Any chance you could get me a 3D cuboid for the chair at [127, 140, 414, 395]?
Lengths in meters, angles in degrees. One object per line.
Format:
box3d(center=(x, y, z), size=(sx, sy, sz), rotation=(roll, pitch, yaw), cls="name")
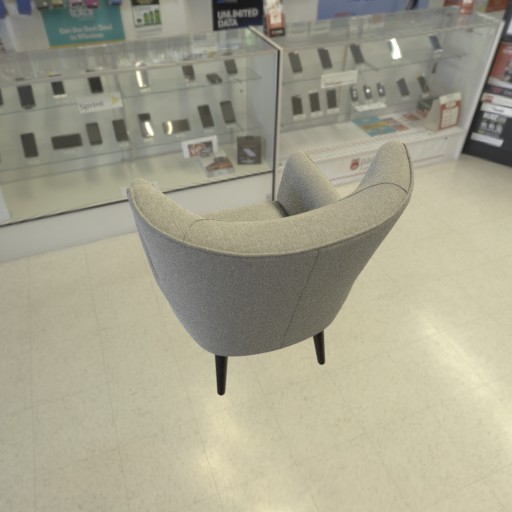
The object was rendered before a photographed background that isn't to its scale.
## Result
box3d(center=(0.000, 0.000, 1.589), size=(0.781, 0.933, 0.888), rotation=(-13, 43, -14), cls="chair")
